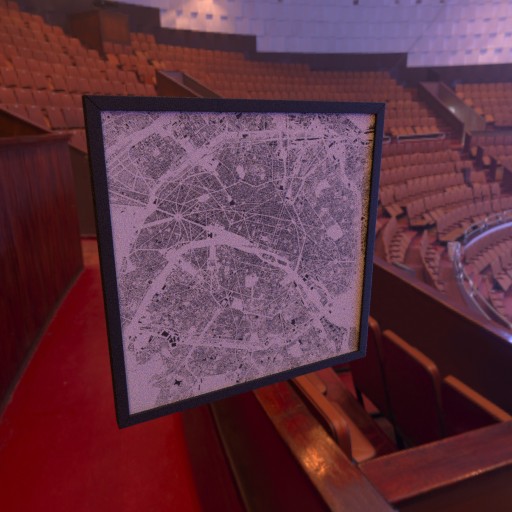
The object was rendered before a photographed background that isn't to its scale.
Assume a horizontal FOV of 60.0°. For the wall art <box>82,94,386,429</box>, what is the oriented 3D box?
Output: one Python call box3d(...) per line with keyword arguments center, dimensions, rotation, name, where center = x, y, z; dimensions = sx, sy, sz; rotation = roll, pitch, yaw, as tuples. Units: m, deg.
box3d(center=(0.000, 0.000, 1.144), dimensions=(0.763, 0.763, 0.037), rotation=(-8, 19, -26), name="wall art")
